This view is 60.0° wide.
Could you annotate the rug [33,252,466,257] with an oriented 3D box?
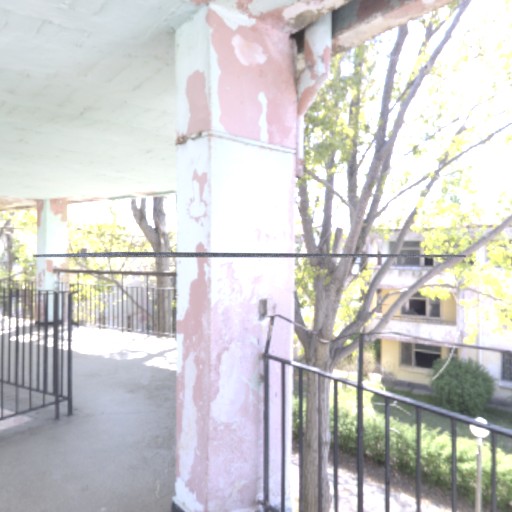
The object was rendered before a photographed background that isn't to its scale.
[{"bbox_3d":[0.000,0.000,2.234,1.819,0.012,1.208,0,0,-37],"label":"rug"}]
